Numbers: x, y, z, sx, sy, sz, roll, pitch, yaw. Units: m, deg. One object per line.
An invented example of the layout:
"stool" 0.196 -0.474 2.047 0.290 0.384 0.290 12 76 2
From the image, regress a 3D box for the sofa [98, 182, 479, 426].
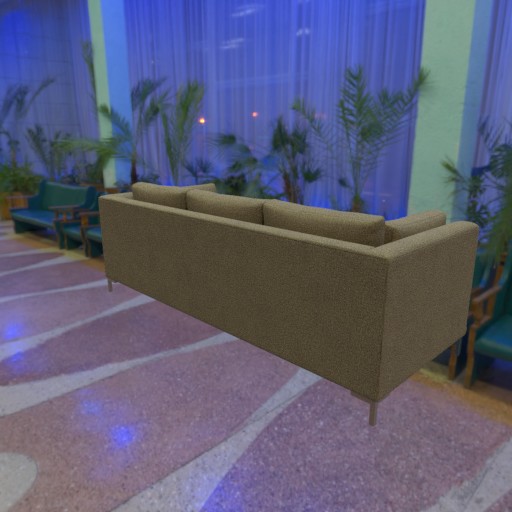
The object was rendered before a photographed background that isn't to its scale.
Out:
"sofa" 0.000 0.000 2.914 0.969 0.867 2.415 -15 21 -43
